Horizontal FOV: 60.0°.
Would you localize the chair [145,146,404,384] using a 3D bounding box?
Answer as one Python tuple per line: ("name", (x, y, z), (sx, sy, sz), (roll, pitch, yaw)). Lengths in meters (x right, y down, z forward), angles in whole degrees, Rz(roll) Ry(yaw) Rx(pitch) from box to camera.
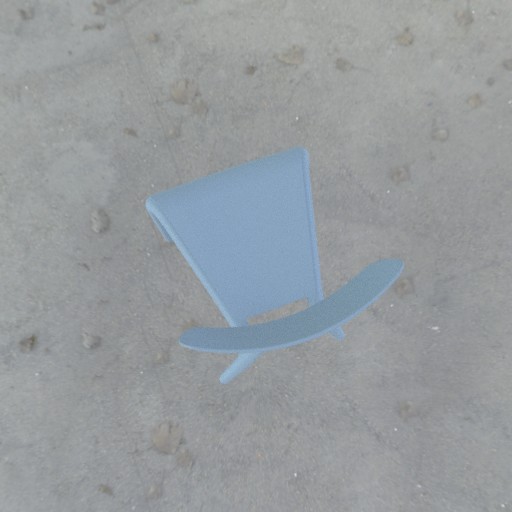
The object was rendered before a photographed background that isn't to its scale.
("chair", (0.000, 0.000, 0.828), (0.356, 0.580, 0.401), (-19, 77, -5))
